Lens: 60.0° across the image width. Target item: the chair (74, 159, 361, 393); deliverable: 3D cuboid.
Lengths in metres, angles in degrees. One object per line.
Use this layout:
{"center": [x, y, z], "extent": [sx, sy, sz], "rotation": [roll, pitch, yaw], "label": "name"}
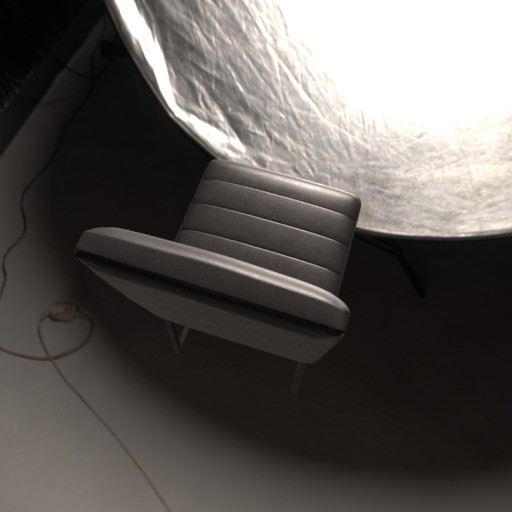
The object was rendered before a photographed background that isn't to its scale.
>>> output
{"center": [0.000, 0.000, 1.296], "extent": [0.520, 0.930, 0.634], "rotation": [16, 65, 8], "label": "chair"}
